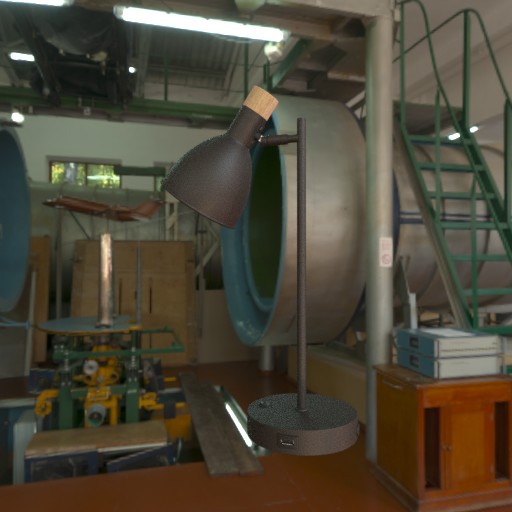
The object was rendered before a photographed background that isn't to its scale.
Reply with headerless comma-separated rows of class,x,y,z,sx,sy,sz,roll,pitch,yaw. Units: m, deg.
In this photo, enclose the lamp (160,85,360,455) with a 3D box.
lamp,0.000,0.000,0.631,0.287,0.483,0.152,0,-1,19
